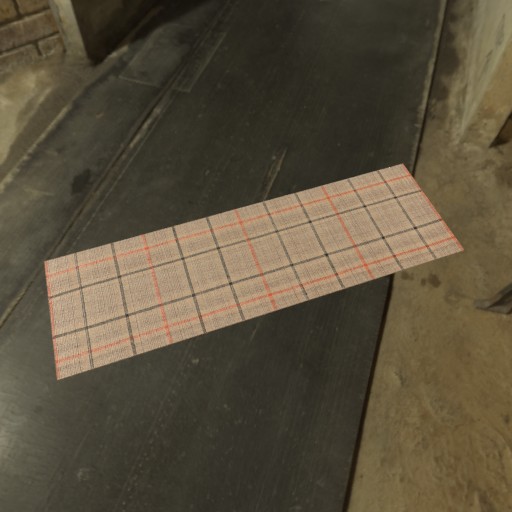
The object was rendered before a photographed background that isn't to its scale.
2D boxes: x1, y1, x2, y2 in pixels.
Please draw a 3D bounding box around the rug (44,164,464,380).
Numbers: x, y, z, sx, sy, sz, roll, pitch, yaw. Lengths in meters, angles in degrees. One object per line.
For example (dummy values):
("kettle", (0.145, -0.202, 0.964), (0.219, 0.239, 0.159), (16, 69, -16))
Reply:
("rug", (0.000, 0.000, 2.696), (2.439, 0.008, 0.762), (-16, 59, -10))
